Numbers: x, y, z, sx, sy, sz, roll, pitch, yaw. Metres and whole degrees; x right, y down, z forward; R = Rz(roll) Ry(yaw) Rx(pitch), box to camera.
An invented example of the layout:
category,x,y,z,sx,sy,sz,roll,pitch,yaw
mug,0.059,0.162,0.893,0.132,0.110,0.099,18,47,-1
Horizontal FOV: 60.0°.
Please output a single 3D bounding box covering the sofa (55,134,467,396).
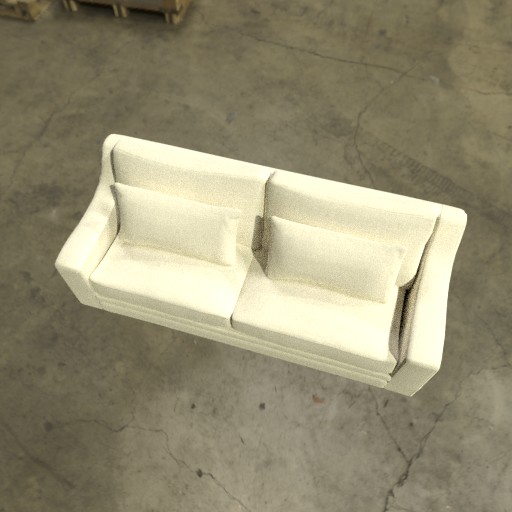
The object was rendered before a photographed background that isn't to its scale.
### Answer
category,x,y,z,sx,sy,sz,roll,pitch,yaw
sofa,0.000,0.000,2.988,2.470,1.022,1.009,14,59,9
